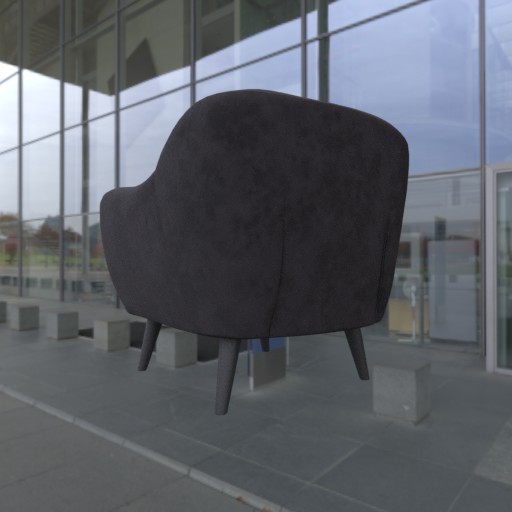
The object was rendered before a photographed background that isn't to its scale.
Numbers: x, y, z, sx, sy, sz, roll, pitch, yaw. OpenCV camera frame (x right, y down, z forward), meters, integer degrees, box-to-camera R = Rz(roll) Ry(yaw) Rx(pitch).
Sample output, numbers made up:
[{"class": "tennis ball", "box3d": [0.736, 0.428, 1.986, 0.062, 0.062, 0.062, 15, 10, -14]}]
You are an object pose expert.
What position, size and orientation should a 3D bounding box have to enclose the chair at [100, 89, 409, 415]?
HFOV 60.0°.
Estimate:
[{"class": "chair", "box3d": [0.000, 0.000, 1.479, 0.840, 0.807, 0.819, 0, 0, -36]}]
